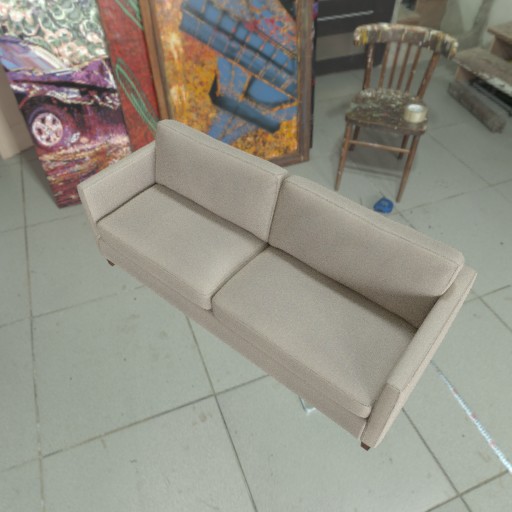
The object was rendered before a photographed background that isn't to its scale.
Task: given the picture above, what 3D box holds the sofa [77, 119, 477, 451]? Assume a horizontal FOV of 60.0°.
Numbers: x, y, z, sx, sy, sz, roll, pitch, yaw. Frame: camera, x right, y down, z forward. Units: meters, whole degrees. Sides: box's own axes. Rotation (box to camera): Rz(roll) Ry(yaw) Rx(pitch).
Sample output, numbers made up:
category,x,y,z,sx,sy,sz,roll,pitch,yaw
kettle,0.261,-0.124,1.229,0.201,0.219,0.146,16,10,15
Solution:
category,x,y,z,sx,sy,sz,roll,pitch,yaw
sofa,0.000,0.000,2.844,2.361,0.968,0.951,30,53,26
